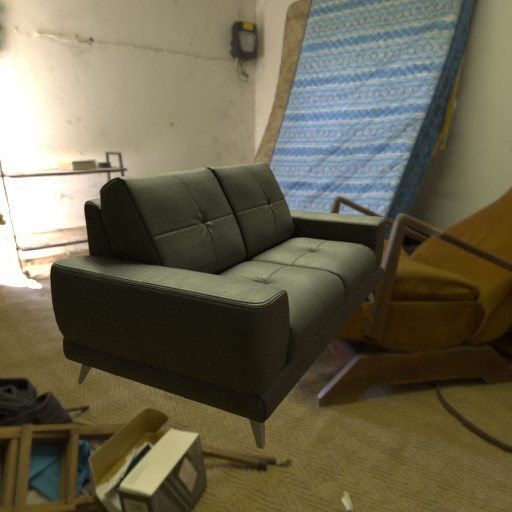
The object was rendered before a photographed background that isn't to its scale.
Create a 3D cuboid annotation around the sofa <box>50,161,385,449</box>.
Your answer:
[{"bbox_3d":[0.000,0.000,2.346,1.018,0.907,1.806,8,17,27],"label":"sofa"}]
